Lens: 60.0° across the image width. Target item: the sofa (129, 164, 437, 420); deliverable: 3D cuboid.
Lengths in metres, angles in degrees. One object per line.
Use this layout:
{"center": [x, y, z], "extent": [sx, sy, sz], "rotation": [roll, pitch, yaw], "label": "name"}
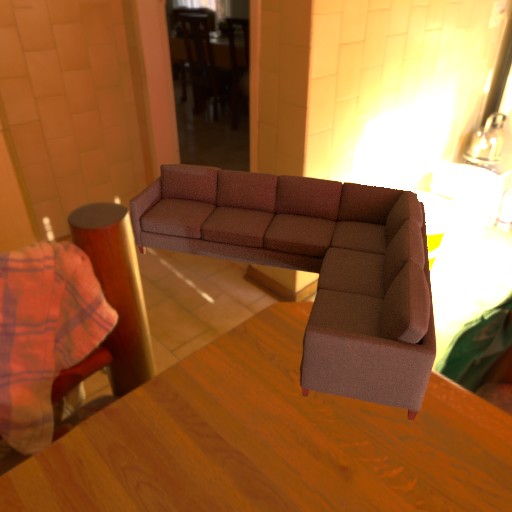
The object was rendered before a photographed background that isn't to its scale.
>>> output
{"center": [0.000, 0.000, 4.541], "extent": [3.302, 0.947, 2.593], "rotation": [9, 33, 13], "label": "sofa"}
